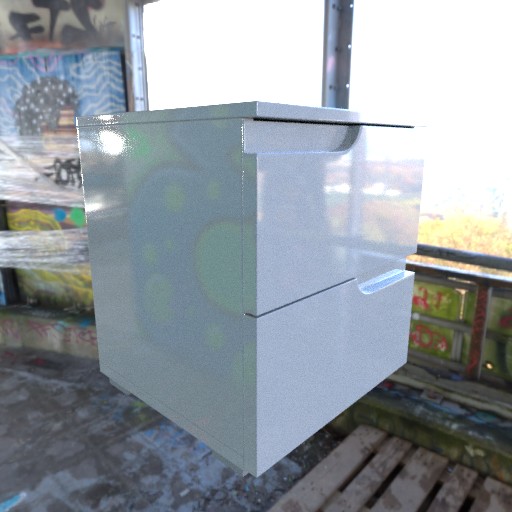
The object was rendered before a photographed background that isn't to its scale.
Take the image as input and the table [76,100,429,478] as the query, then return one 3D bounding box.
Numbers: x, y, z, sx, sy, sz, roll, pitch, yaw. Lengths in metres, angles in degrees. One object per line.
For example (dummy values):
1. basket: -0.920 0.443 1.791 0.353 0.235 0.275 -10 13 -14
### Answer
1. table: 0.000 0.000 0.785 0.400 0.470 0.420 13 19 42
